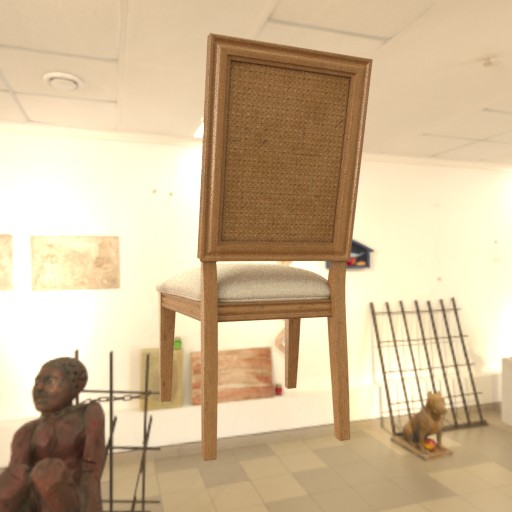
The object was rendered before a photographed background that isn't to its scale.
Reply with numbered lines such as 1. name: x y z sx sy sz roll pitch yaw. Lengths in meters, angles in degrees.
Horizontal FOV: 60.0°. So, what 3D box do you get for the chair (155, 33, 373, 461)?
1. chair: 0.000 0.000 1.323 0.536 0.988 0.601 0 0 -18
